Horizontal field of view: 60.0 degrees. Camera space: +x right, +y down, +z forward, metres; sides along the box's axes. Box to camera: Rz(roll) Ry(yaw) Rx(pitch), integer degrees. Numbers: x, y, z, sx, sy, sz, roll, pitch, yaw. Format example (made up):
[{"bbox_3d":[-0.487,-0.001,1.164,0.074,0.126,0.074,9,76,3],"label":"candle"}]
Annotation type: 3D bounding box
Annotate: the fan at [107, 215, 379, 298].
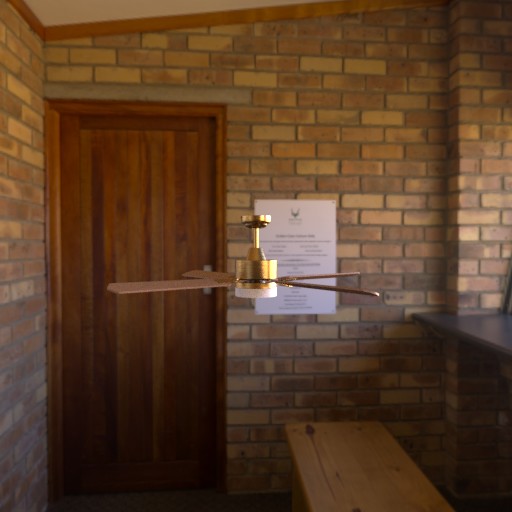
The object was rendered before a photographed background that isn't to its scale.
[{"bbox_3d":[0.000,0.000,1.980,1.320,0.355,1.320,-1,2,-36],"label":"fan"}]
